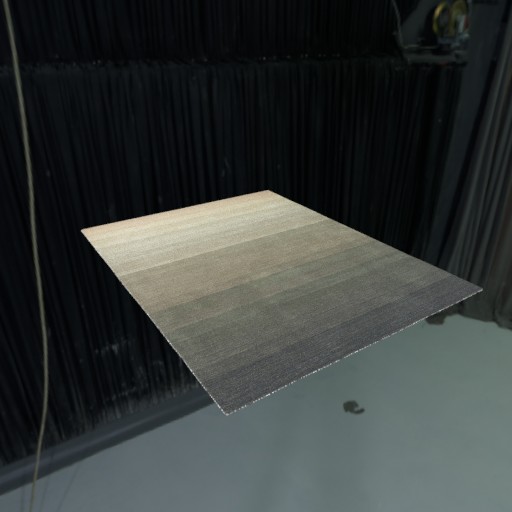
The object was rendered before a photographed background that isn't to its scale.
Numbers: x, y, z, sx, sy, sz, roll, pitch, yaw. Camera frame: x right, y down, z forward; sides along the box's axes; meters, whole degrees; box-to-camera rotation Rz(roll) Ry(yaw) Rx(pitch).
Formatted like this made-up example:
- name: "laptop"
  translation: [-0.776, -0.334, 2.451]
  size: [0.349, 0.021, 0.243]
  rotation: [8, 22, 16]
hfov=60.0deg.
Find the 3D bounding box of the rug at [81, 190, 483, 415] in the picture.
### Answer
- name: "rug"
  translation: [0.000, 0.000, 3.970]
  size: [2.315, 0.015, 2.932]
  rotation: [-17, 31, -30]
